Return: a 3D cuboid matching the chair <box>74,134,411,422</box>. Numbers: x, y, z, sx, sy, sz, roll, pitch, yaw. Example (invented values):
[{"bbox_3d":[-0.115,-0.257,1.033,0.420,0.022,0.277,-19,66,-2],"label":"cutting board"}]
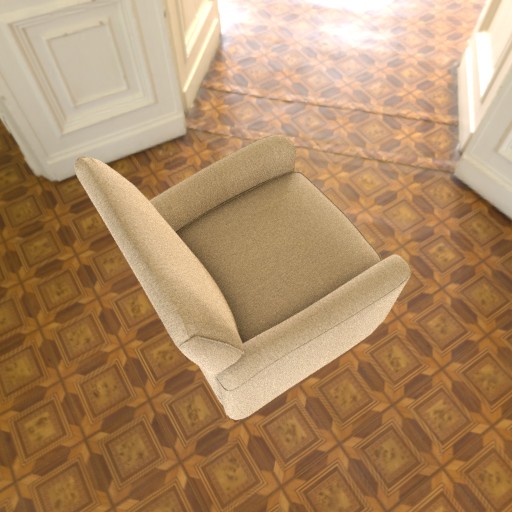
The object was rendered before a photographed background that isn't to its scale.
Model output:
[{"bbox_3d":[0.000,0.000,1.661,0.864,1.014,0.848,-29,63,-16],"label":"chair"}]
